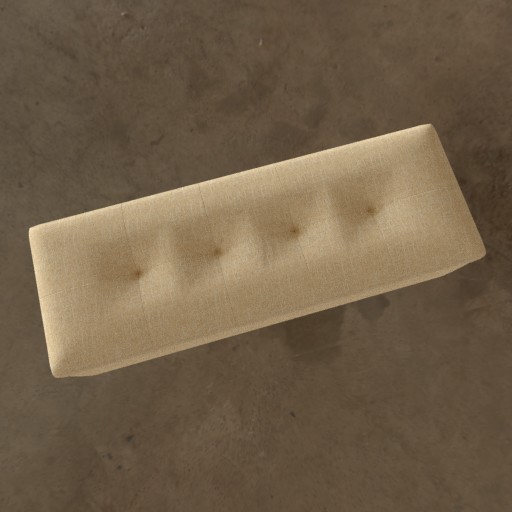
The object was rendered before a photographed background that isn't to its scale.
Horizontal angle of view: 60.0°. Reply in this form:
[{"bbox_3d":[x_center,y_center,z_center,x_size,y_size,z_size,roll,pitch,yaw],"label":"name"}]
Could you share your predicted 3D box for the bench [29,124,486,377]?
[{"bbox_3d":[0.000,0.000,1.398,1.219,0.406,0.432,-15,76,-4],"label":"bench"}]
